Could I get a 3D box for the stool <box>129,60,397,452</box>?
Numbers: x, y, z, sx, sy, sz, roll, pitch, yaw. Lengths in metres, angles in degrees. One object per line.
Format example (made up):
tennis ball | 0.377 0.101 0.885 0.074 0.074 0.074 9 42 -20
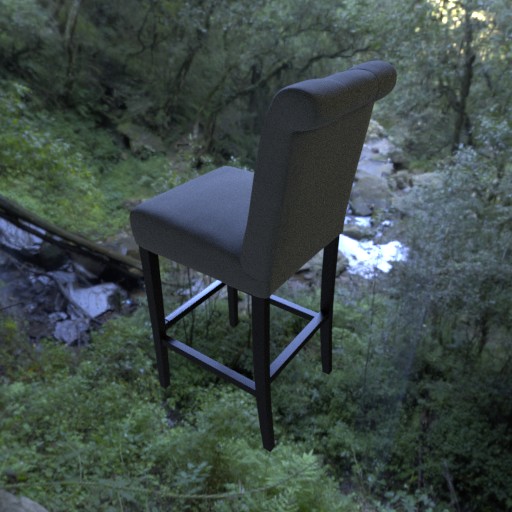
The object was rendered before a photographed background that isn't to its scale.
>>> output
stool | 0.000 0.000 1.407 0.601 1.140 0.493 20 37 29
